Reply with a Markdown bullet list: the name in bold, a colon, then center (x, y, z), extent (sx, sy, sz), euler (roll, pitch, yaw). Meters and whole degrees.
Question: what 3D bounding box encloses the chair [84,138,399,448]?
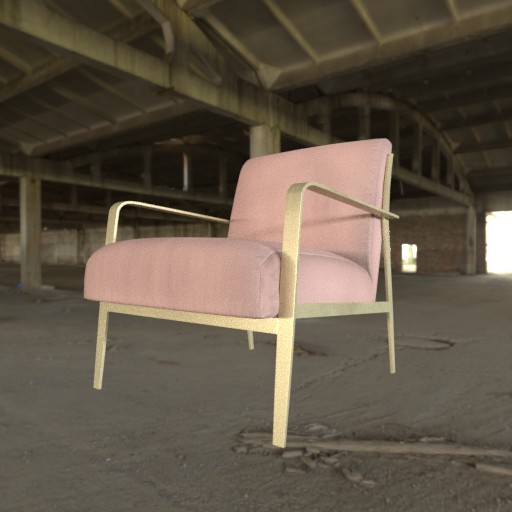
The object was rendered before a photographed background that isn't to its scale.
- **chair**: center (0.000, 0.000, 1.429), extent (0.701, 0.823, 0.848), euler (1, 1, 37)
